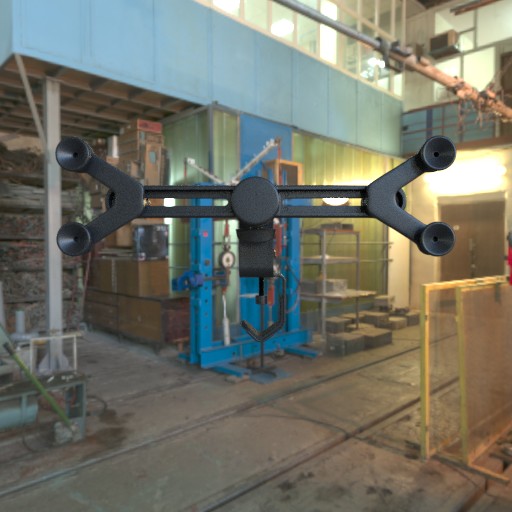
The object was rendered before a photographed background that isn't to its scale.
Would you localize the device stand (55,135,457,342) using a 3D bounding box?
[{"bbox_3d":[0.000,0.000,0.370,0.270,0.166,0.142,0,2,1],"label":"device stand"}]
